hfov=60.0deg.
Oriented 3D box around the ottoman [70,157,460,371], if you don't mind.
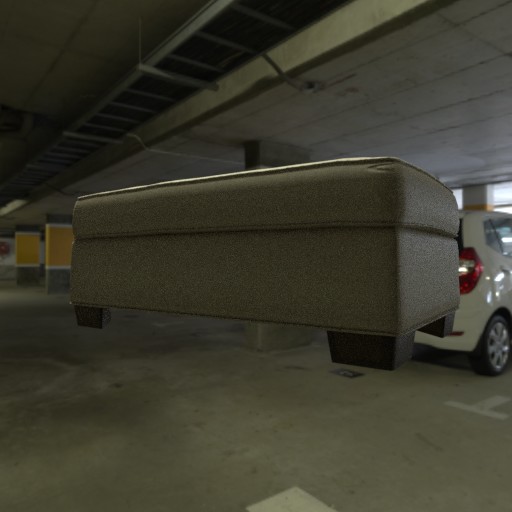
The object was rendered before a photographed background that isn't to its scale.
[{"bbox_3d":[0.000,0.000,1.407,1.097,0.461,0.617,0,0,35],"label":"ottoman"}]
